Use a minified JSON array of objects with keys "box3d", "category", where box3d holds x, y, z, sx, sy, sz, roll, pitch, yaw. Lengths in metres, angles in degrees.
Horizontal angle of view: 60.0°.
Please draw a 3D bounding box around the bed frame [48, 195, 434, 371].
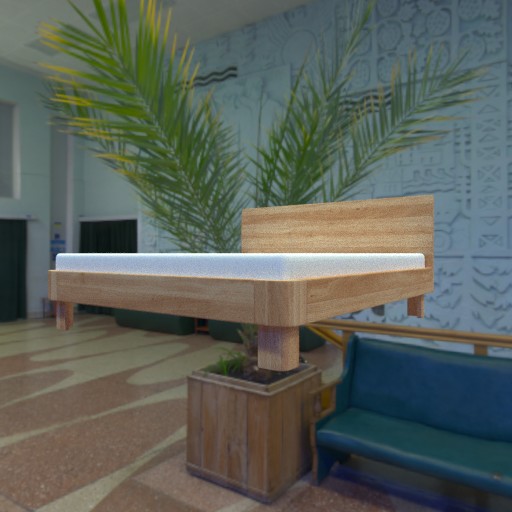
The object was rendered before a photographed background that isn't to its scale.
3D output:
[{"box3d":[0.000,0.000,3.142,1.872,0.940,2.092,0,0,37],"category":"bed frame"}]
